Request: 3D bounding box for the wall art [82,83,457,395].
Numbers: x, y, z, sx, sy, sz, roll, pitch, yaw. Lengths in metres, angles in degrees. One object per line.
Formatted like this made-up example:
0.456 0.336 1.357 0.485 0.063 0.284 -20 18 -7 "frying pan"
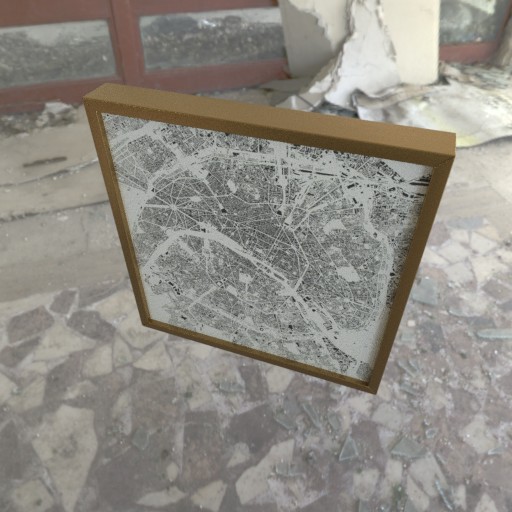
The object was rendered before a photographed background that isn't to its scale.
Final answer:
0.000 0.000 0.456 0.305 0.305 0.037 13 43 15 "wall art"
